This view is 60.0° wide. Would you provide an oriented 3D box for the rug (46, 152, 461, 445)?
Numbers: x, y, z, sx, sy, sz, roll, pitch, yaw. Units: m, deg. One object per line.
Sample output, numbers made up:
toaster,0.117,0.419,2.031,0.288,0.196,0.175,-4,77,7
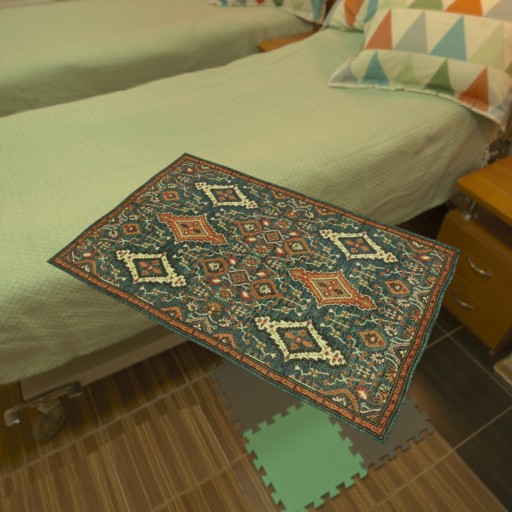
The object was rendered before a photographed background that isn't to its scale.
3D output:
rug,0.000,0.000,4.243,3.371,0.008,2.190,23,50,21
